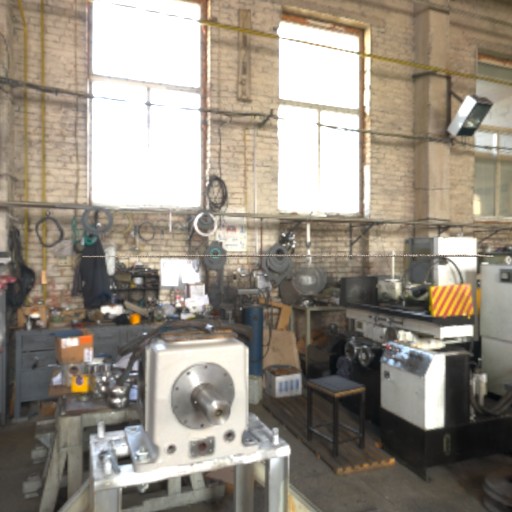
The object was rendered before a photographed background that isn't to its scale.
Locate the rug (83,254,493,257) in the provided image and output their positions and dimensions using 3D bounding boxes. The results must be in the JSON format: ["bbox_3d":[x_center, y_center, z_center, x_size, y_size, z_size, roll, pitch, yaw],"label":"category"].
[{"bbox_3d":[0.000,0.000,2.520,2.335,0.013,0.697,0,0,36],"label":"rug"}]
